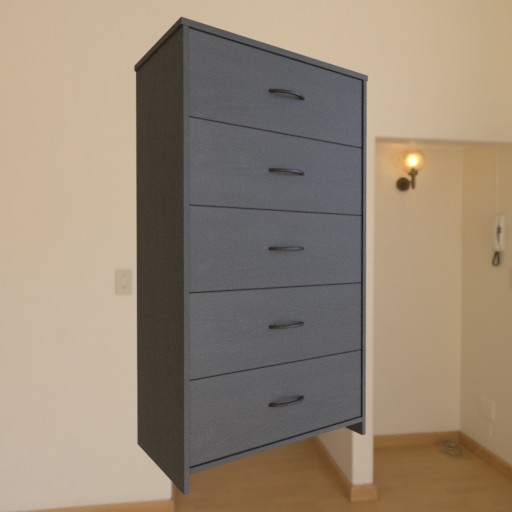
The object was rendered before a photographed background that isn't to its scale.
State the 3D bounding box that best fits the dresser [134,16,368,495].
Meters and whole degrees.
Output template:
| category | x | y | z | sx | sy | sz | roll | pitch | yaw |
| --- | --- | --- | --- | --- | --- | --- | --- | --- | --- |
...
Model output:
| category | x | y | z | sx | sy | sz | roll | pitch | yaw |
| --- | --- | --- | --- | --- | --- | --- | --- | --- | --- |
| dresser | 0.000 | 0.000 | 1.502 | 0.704 | 1.255 | 0.399 | -1 | 1 | -34 |
